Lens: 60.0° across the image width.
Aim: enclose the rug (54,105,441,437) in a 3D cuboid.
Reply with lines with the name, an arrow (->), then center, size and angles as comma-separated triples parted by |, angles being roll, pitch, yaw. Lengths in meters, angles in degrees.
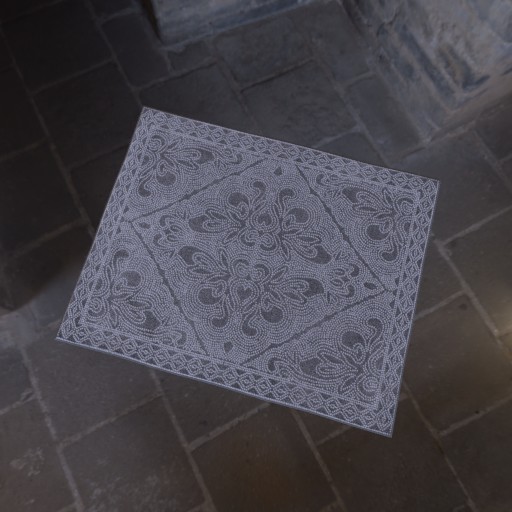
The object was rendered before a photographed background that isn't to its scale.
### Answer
rug -> 0.000, 0.000, 4.097 | 3.048, 0.012, 2.438 | 16, 77, 4
